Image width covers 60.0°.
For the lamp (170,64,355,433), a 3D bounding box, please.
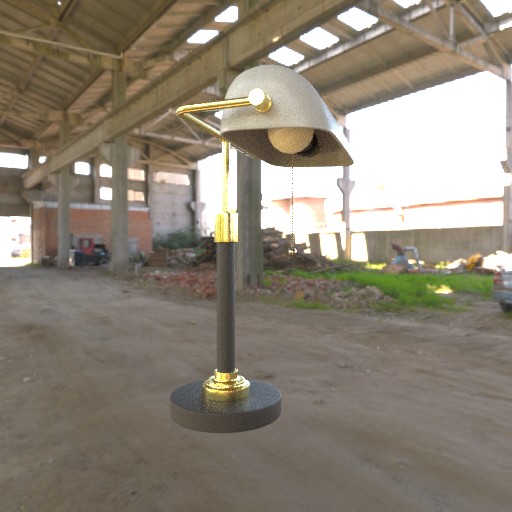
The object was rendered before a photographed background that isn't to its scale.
[{"bbox_3d":[0.000,0.000,0.561,0.227,0.404,0.269,0,1,20],"label":"lamp"}]
